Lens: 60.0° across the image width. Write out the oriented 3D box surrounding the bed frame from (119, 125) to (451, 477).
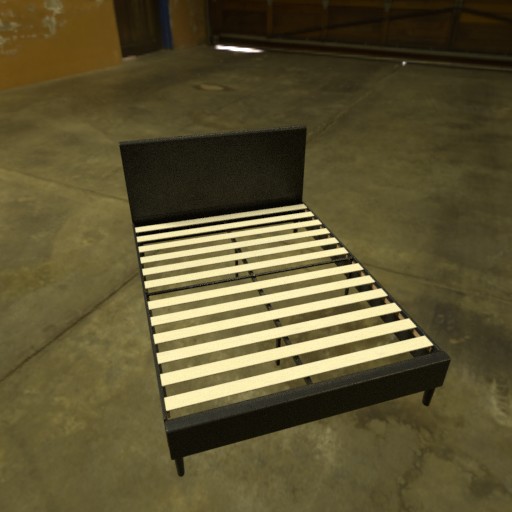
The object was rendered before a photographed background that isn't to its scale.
[{"bbox_3d":[0.000,0.000,3.191,1.634,1.127,2.318,-10,34,-15],"label":"bed frame"}]
